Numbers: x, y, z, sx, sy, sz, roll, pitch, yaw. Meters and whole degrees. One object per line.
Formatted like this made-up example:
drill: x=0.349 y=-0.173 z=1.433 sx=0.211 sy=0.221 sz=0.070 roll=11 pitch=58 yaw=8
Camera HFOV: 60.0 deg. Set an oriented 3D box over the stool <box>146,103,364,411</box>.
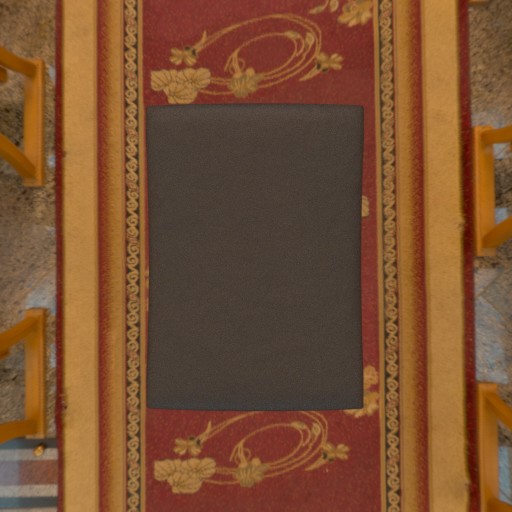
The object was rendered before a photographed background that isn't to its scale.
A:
stool: x=0.000 y=0.000 z=0.937 sx=0.353 sy=0.664 sz=0.490 roll=0 pitch=90 yaw=0
